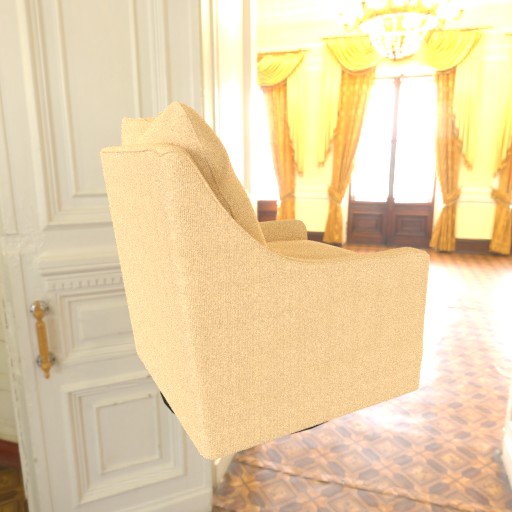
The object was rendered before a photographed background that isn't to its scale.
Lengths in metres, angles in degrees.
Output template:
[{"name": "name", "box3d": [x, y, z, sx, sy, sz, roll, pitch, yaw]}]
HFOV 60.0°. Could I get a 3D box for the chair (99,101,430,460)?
[{"name": "chair", "box3d": [0.000, 0.000, 1.528, 0.876, 0.927, 0.760, -7, 15, -27]}]
